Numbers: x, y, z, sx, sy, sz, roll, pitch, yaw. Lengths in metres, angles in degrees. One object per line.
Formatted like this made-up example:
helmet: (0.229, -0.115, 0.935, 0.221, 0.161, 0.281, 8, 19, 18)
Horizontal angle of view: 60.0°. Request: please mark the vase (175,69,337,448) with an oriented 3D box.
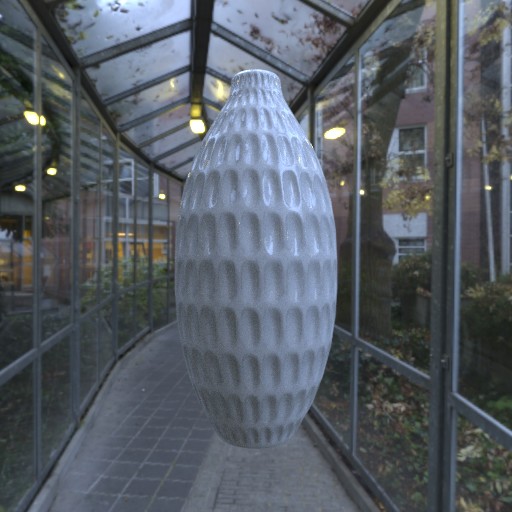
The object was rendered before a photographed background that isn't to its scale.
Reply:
vase: (0.000, 0.000, 0.352, 0.127, 0.282, 0.127, 0, 0, 0)
